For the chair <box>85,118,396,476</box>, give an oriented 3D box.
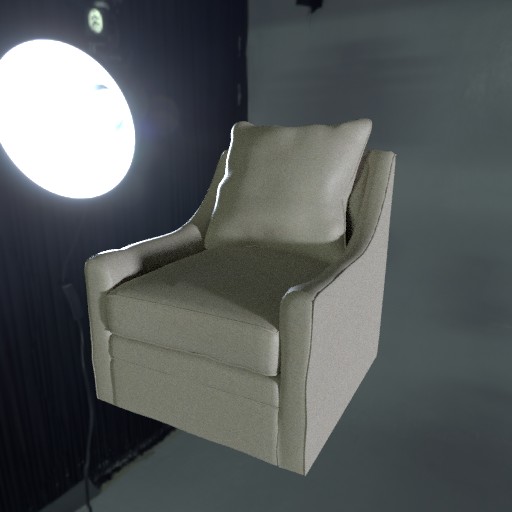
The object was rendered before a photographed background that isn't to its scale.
[{"bbox_3d":[0.000,0.000,1.557,0.760,0.942,0.876,8,16,27],"label":"chair"}]
